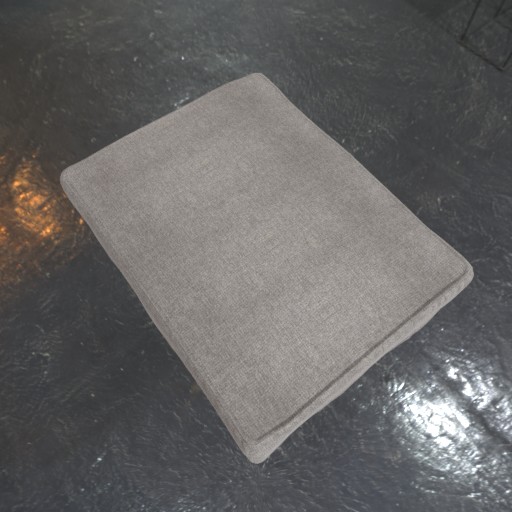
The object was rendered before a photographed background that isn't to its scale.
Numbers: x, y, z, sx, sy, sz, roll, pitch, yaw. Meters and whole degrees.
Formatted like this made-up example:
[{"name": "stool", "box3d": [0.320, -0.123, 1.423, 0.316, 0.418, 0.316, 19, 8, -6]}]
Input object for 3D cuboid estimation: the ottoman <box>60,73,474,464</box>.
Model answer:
[{"name": "ottoman", "box3d": [0.000, 0.000, 1.223, 0.652, 0.492, 0.833, -34, 68, -16]}]
